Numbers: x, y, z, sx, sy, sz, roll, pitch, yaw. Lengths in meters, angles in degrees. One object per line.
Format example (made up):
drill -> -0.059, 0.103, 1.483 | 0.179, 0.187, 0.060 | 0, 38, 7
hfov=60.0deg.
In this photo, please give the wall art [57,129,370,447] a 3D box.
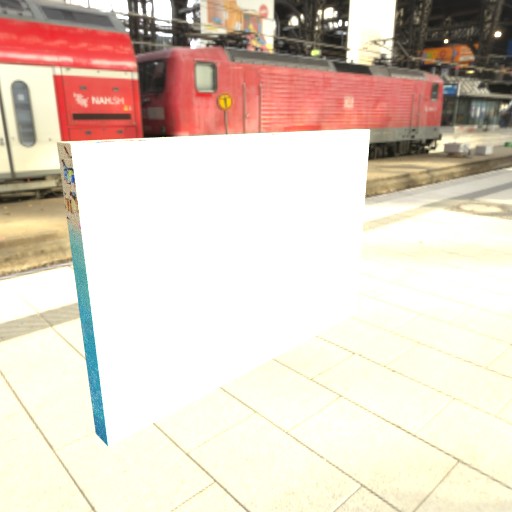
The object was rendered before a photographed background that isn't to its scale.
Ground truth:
wall art -> 0.000, 0.000, 1.120 | 0.894, 0.595, 0.057 | -17, 24, -42
